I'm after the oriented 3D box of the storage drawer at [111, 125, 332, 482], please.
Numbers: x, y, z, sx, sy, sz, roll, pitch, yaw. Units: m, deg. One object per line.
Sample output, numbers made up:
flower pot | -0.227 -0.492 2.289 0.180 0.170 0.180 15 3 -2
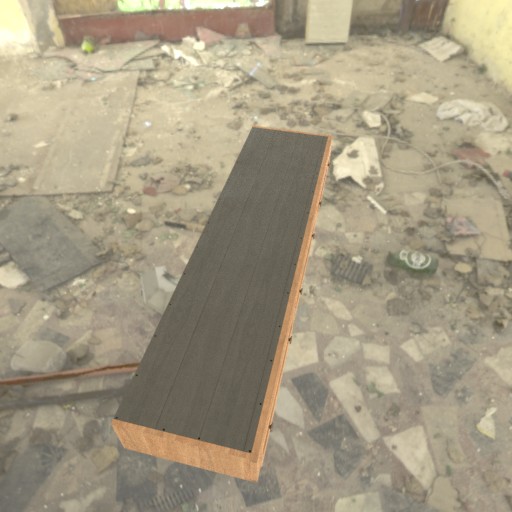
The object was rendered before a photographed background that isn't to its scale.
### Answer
storage drawer | 0.000 0.000 2.255 0.538 0.264 2.032 10 47 9
